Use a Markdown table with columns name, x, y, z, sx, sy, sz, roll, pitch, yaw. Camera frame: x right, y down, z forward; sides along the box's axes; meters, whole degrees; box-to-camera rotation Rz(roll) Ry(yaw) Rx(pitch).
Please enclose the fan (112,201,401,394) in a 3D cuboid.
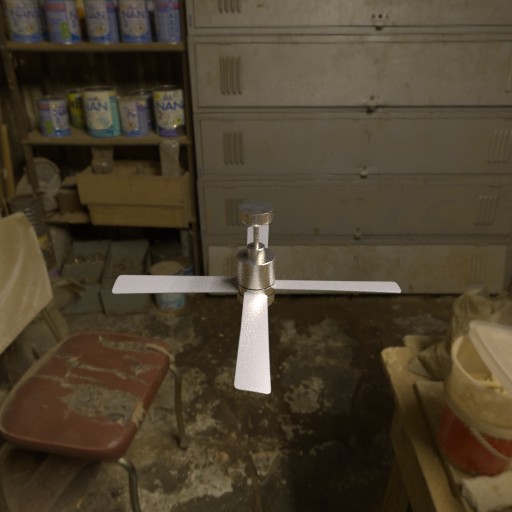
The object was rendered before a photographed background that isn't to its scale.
| name | x | y | z | sx | sy | sz | roll | pitch | yaw |
| --- | --- | --- | --- | --- | --- | --- | --- | --- | --- |
| fan | 0.000 | 0.000 | 2.295 | 1.525 | 0.539 | 1.525 | 1 | 29 | 1 |
